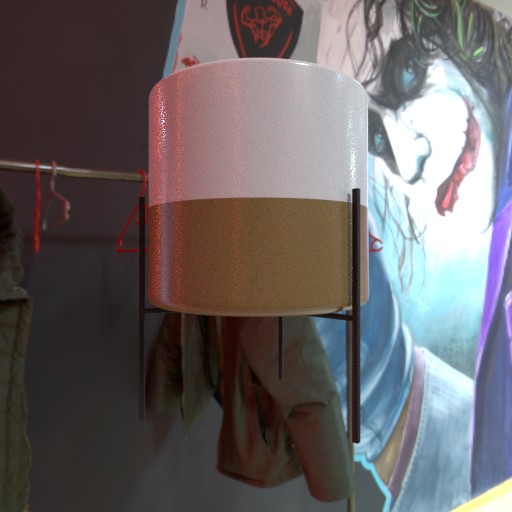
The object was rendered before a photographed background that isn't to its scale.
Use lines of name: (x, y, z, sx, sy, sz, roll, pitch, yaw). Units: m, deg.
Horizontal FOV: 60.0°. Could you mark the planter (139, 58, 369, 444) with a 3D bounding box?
planter: (0.000, 0.000, 0.629, 0.310, 0.432, 0.310, 0, 0, 0)
